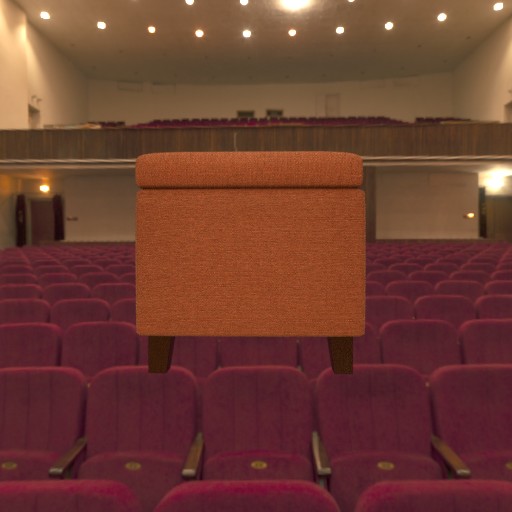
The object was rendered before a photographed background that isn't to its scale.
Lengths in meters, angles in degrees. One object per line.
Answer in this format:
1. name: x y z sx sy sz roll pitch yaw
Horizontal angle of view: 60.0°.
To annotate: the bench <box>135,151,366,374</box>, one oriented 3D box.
1. bench: 0.000 0.000 1.463 0.446 0.438 1.269 0 1 1
